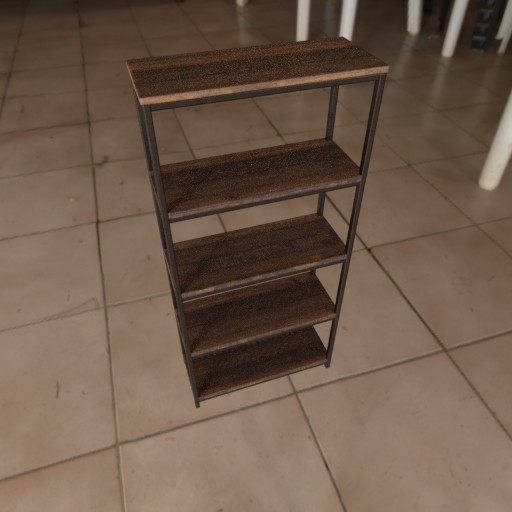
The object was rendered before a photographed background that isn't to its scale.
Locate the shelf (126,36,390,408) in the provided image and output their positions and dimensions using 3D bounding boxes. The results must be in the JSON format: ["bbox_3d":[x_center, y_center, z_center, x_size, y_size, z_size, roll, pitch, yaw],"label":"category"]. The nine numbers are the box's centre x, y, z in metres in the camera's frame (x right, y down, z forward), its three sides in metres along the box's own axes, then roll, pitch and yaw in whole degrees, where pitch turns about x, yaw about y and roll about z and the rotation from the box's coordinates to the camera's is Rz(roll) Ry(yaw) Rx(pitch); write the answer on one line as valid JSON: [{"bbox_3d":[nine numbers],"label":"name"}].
[{"bbox_3d":[0.000,0.000,2.208,0.874,1.860,0.359,-13,44,-14],"label":"shelf"}]
